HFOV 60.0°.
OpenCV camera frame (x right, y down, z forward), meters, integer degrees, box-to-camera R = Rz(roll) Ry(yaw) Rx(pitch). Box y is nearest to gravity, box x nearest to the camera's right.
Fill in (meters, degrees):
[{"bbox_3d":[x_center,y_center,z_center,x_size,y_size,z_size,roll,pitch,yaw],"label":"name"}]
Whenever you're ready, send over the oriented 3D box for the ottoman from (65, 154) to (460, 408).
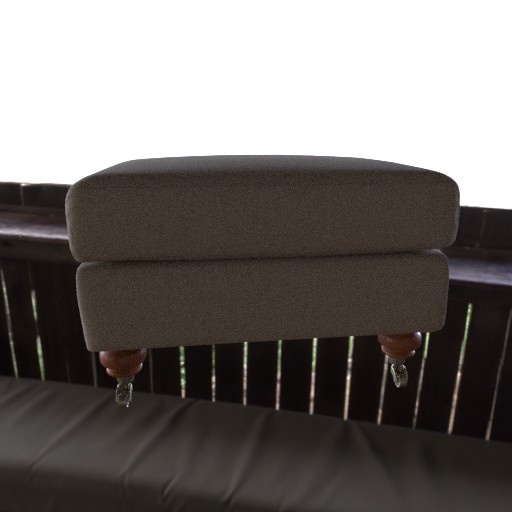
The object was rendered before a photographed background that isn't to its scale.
[{"bbox_3d":[0.000,0.000,1.127,0.773,0.497,0.574,-2,16,-7],"label":"ottoman"}]
